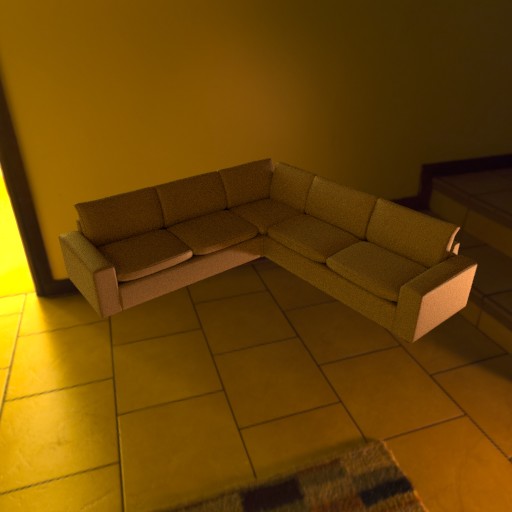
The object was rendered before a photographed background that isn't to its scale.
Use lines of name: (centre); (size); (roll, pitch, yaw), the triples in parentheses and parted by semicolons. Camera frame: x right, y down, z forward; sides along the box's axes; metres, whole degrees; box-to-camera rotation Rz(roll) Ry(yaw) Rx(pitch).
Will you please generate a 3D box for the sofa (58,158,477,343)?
sofa: (0.000, 0.000, 4.011); (2.622, 0.800, 2.742); (-21, 35, -33)
